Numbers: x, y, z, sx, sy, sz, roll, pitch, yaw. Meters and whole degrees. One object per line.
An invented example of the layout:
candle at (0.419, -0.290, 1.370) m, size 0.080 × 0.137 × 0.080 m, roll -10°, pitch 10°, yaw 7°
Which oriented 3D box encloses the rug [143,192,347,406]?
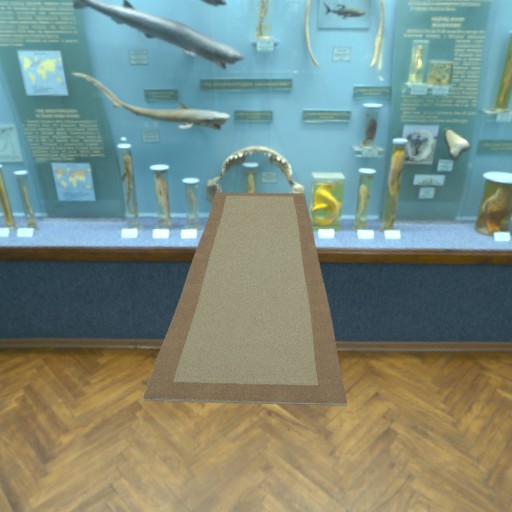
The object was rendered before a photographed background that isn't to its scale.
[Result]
rug at (0.000, 0.000, 2.720) m, size 0.767 × 0.012 × 2.430 m, roll 1°, pitch 26°, yaw 2°
